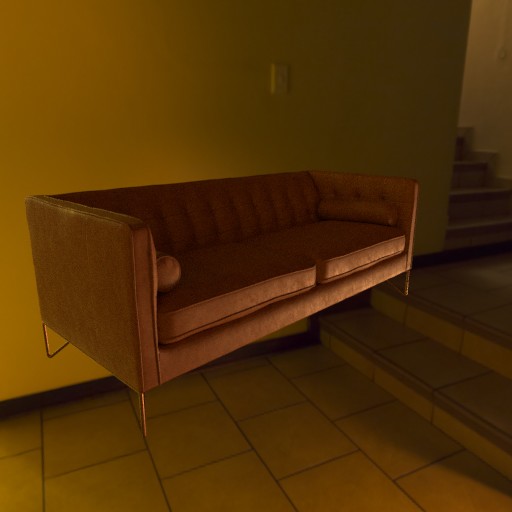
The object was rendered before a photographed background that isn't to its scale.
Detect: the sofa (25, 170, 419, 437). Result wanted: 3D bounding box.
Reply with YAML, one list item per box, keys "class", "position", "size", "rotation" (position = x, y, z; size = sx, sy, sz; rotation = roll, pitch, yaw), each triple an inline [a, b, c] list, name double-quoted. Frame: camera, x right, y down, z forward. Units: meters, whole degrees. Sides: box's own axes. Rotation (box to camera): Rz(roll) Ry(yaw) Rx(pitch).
- class: "sofa"
  position: [0.000, 0.000, 2.485]
  size: [0.912, 0.798, 2.079]
  rotation: [15, 21, 42]
